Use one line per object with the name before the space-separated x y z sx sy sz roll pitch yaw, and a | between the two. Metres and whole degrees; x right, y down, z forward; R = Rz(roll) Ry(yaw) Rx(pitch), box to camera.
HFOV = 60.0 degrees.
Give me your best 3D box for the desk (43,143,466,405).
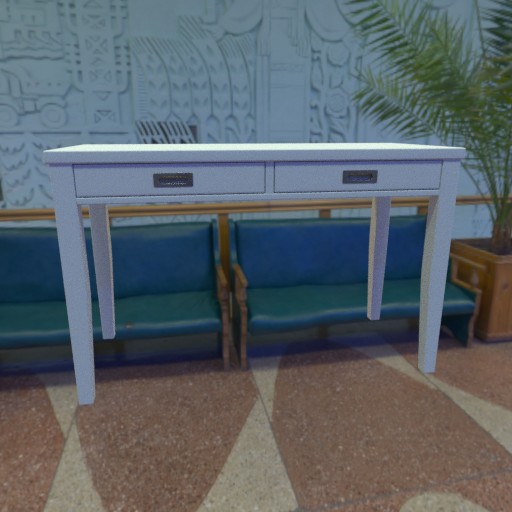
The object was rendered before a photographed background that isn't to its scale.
desk | 0.000 0.000 1.607 1.220 0.775 0.508 -3 16 -9
